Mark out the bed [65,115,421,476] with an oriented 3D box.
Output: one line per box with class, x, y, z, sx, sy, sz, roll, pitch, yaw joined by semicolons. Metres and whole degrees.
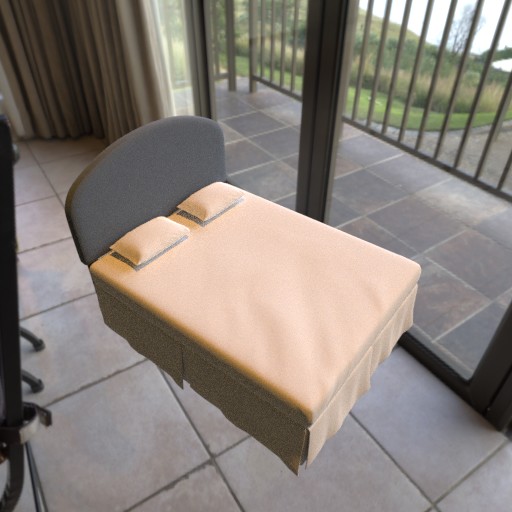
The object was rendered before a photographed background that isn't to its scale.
bed;0.000;0.000;3.113;2.005;1.410;1.607;27;47;28
